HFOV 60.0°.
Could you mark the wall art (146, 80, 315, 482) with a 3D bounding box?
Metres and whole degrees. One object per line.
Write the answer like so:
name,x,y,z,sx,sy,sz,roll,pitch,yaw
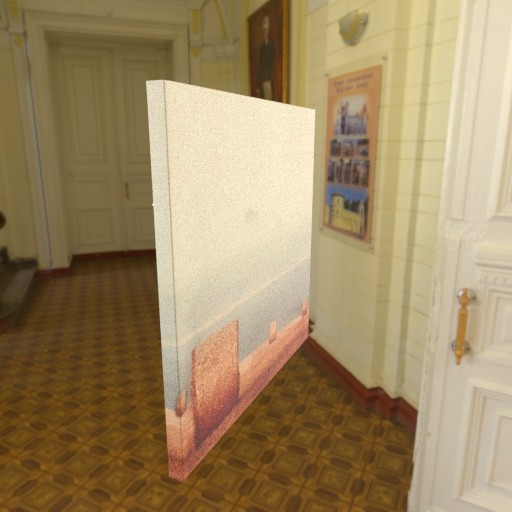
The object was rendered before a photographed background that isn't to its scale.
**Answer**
wall art,0.000,0.000,0.607,0.023,0.405,0.405,7,16,25
